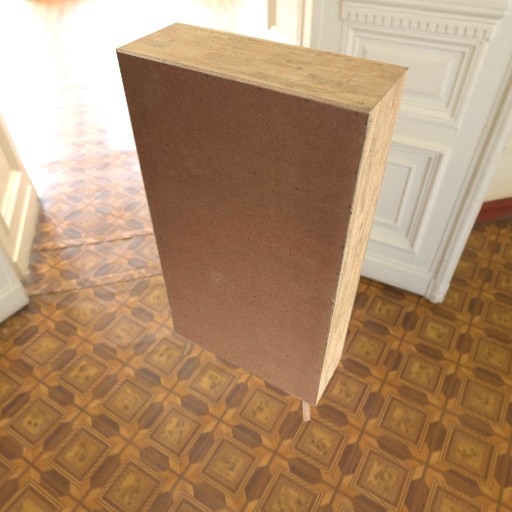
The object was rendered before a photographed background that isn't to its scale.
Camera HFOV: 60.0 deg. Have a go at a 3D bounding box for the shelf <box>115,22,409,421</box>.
[{"bbox_3d":[0.000,0.000,1.694,0.748,1.471,0.308,22,48,22],"label":"shelf"}]
